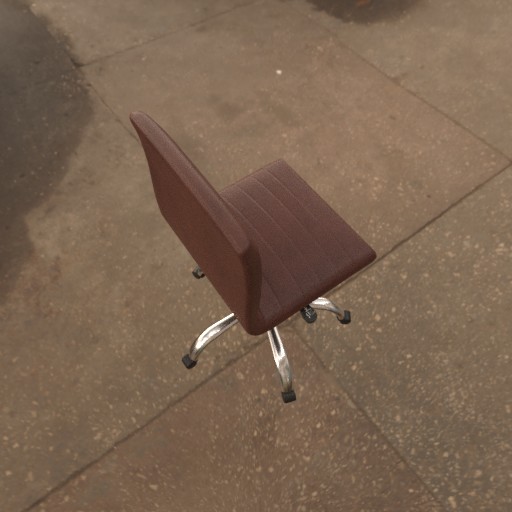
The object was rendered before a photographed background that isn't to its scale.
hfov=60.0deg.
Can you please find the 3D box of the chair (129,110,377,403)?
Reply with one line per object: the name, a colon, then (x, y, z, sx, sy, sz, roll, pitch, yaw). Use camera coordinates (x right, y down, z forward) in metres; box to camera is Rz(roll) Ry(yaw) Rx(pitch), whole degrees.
chair: (0.000, 0.000, 1.116, 0.530, 0.780, 0.556, -30, 62, -18)
